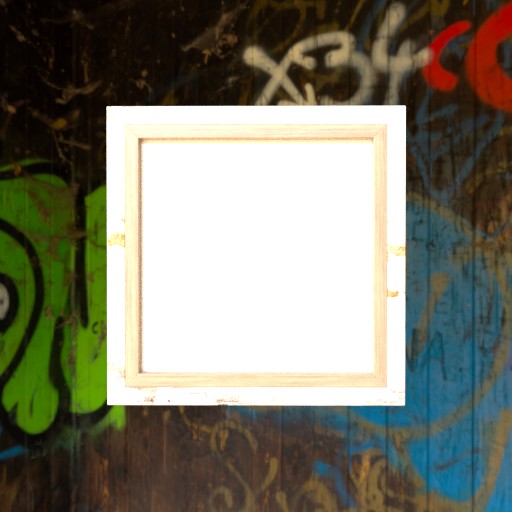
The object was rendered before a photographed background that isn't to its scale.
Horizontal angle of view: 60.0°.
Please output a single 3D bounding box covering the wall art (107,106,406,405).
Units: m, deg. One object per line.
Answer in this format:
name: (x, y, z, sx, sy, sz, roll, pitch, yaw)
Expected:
wall art: (0.000, 0.000, 1.526, 1.015, 1.018, 0.040, 0, 0, 0)
